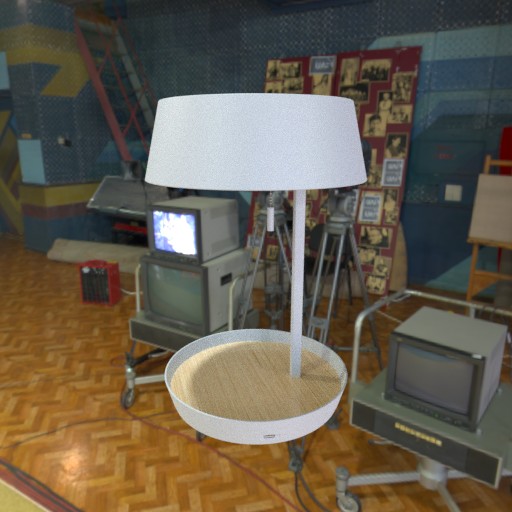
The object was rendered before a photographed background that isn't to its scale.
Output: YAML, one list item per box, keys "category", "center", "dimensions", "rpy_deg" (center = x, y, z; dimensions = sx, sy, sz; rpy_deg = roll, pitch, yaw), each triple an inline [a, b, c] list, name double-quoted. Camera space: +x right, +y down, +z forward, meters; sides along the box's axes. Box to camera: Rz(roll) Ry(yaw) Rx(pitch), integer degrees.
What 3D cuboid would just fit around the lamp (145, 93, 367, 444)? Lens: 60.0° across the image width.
- category: "lamp"
  center: [0.000, 0.000, 0.625]
  dimensions: [0.291, 0.429, 0.291]
  rpy_deg: [0, 15, 0]
